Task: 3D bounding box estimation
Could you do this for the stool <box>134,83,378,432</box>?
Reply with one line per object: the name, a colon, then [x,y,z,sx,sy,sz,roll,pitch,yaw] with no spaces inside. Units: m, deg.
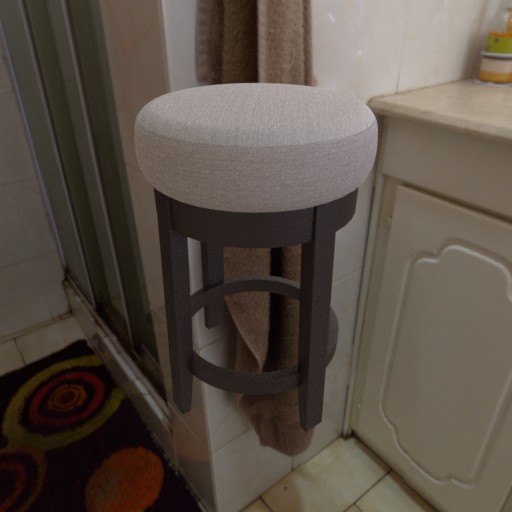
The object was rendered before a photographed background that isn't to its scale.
stool: [0.000,0.000,0.963,0.443,0.672,0.443,0,31,0]
